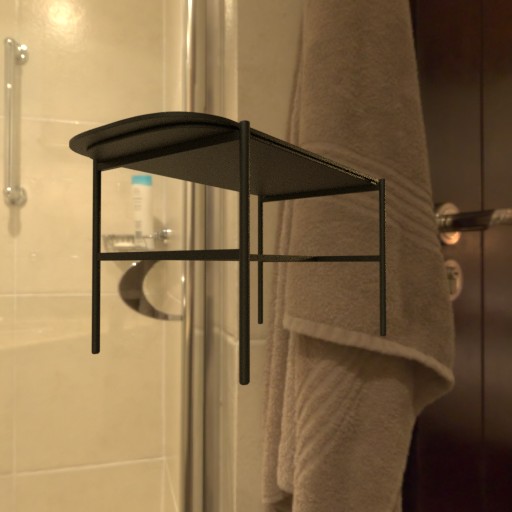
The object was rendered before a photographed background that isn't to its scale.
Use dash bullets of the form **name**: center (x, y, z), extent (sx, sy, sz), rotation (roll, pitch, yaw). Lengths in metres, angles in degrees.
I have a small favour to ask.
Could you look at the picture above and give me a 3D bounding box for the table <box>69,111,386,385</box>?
- **table**: center (0.000, 0.000, 1.015), extent (0.400, 0.400, 0.800), rotation (-1, -1, 37)
